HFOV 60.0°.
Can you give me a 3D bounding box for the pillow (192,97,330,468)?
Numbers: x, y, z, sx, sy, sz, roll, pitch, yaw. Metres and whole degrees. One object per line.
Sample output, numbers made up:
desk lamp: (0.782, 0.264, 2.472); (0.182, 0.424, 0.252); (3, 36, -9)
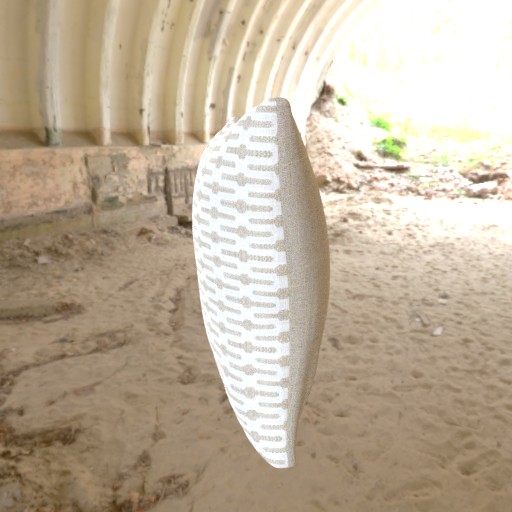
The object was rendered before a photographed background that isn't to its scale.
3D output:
pillow: (0.000, 0.000, 0.784); (0.219, 0.491, 0.496); (-2, 15, -8)
